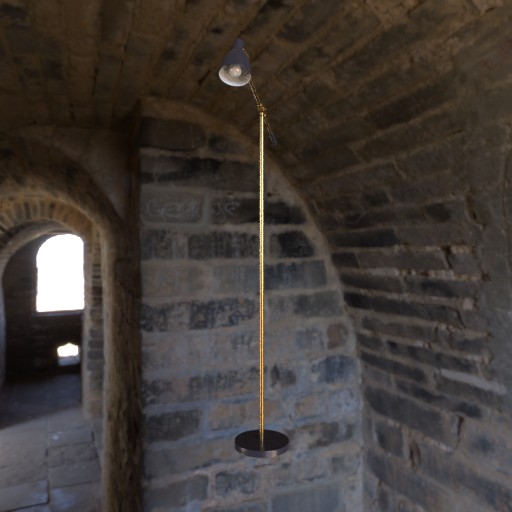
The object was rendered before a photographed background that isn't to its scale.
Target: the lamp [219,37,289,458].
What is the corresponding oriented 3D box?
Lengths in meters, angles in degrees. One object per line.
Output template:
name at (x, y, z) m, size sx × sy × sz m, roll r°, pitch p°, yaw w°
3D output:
lamp at (0.000, 0.000, 1.834) m, size 0.235 × 1.628 × 0.618 m, roll 0°, pitch -1°, yaw 18°
